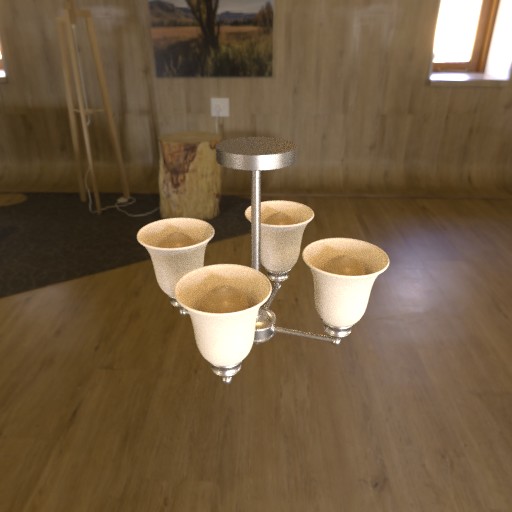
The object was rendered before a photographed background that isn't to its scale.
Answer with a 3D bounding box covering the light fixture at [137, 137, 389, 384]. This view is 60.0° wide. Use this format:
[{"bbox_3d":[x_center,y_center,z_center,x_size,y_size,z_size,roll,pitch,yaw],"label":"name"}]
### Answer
[{"bbox_3d":[0.000,0.000,0.745,0.427,0.370,0.427,8,28,16],"label":"light fixture"}]
